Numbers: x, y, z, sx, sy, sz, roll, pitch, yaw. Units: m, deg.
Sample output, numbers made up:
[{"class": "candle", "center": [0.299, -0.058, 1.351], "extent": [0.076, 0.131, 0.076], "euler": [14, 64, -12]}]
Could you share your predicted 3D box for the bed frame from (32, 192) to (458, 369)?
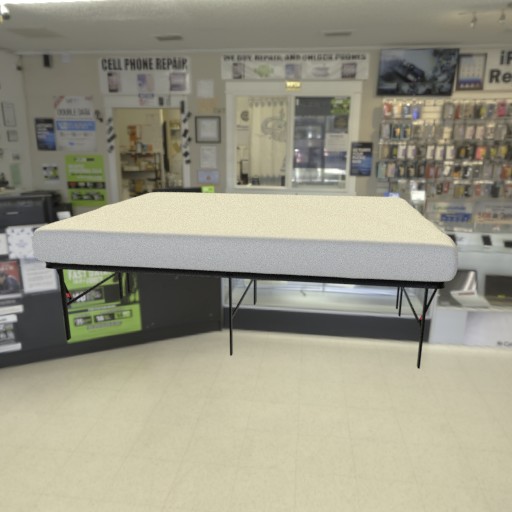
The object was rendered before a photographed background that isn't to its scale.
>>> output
[{"class": "bed frame", "center": [0.000, 0.000, 2.910], "extent": [2.151, 0.667, 1.584], "euler": [3, 15, 9]}]
